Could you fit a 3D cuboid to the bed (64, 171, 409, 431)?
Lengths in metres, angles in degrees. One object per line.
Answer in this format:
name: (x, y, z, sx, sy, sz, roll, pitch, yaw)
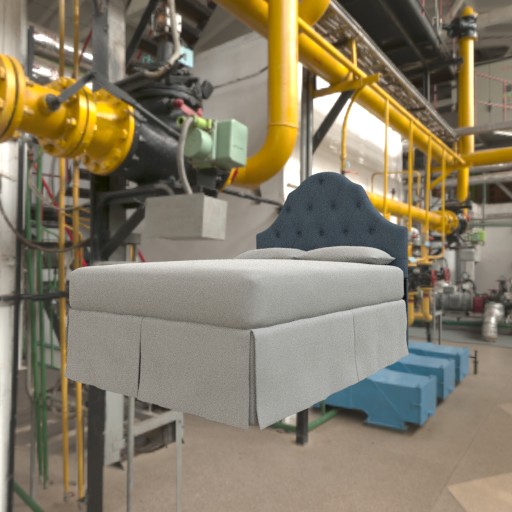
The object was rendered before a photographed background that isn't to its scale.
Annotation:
bed: (0.000, 0.000, 3.264, 1.636, 1.575, 2.155, -1, -1, 37)
